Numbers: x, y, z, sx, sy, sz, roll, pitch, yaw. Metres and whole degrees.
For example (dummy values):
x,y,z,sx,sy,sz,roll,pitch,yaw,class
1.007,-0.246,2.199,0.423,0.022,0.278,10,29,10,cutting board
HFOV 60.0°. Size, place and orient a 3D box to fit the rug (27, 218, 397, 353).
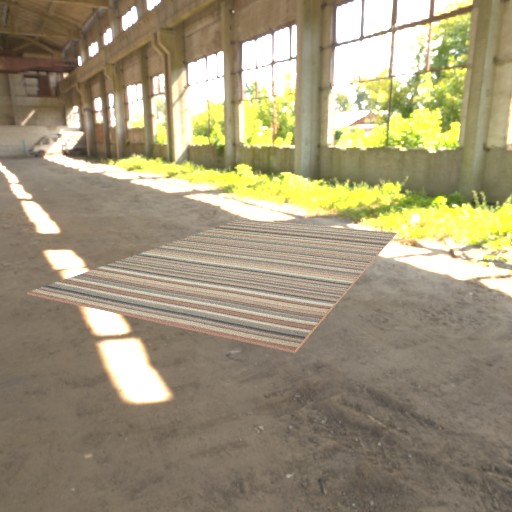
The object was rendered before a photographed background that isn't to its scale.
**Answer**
x,y,z,sx,sy,sz,roll,pitch,yaw,class
0.000,0.000,3.085,1.523,0.014,2.438,7,17,25,rug
